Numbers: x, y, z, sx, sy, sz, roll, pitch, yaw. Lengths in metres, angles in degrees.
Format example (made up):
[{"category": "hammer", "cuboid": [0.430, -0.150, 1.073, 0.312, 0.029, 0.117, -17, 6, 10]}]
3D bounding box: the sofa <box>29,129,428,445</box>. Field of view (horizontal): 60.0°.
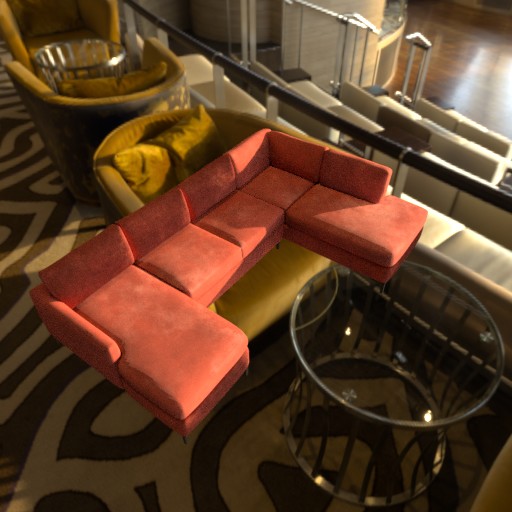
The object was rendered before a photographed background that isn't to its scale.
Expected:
[{"category": "sofa", "cuboid": [0.000, 0.000, 3.796, 1.981, 0.858, 2.971, 26, 48, 26]}]
